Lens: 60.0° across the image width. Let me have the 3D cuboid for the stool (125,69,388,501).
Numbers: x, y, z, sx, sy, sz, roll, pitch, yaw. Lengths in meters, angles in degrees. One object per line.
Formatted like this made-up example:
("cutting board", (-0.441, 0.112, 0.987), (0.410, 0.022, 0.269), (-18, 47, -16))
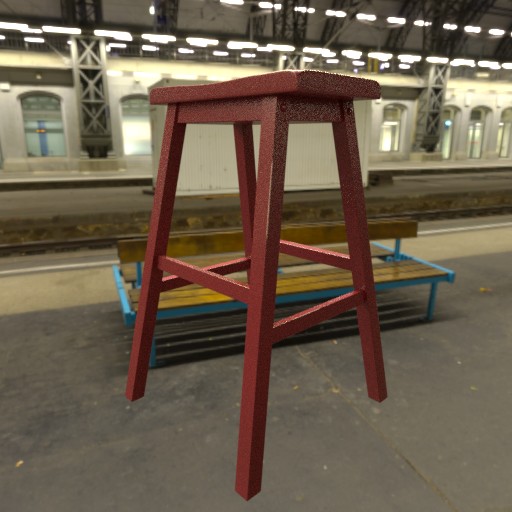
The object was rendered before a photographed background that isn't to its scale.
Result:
("stool", (0.000, 0.000, 1.016), (0.476, 0.737, 0.457), (-14, 21, -42))
